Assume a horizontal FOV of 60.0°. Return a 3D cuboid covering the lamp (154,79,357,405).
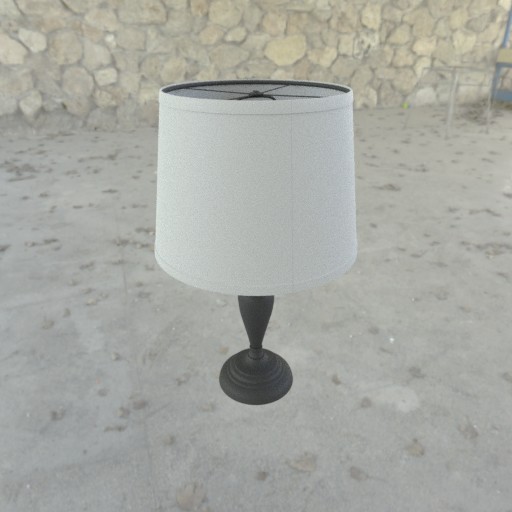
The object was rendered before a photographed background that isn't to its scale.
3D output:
[{"bbox_3d":[0.000,0.000,0.702,0.310,0.501,0.310,0,27,0],"label":"lamp"}]
